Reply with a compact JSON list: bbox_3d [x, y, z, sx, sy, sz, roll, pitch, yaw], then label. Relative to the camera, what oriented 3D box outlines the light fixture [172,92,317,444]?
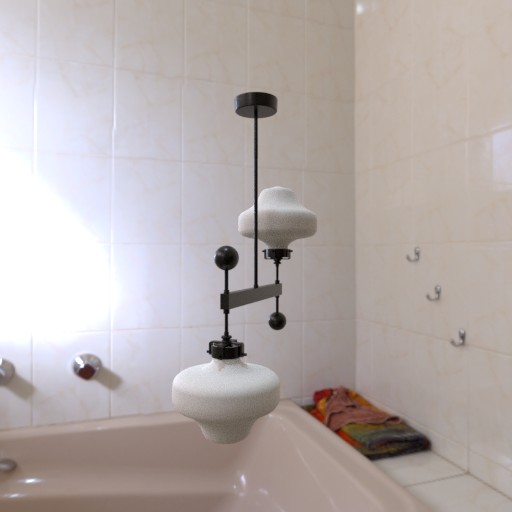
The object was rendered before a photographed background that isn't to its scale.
[{"bbox_3d":[0.000,0.000,1.052,0.422,0.743,0.489,0,0,-17],"label":"light fixture"}]
